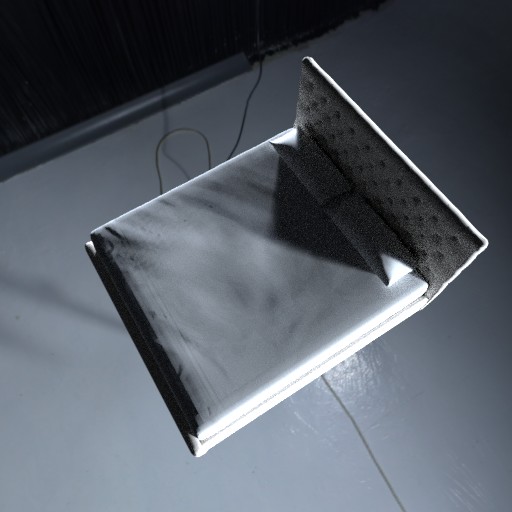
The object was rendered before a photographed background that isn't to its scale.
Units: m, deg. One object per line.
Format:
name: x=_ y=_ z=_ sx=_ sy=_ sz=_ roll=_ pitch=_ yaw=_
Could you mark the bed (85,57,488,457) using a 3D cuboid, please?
bed: x=0.000 y=0.000 z=3.635 sx=2.387 sy=1.427 sz=2.078 roll=-30 pitch=68 yaw=-13
